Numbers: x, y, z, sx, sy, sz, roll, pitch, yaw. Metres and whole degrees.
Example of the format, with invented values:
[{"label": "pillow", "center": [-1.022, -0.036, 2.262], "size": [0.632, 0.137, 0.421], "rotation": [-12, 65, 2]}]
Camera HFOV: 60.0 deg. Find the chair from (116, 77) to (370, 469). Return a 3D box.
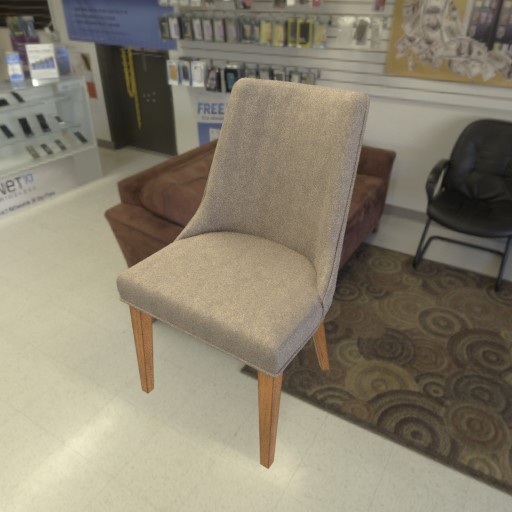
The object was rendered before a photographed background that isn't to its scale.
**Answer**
[{"label": "chair", "center": [0.000, 0.000, 1.339], "size": [0.548, 0.916, 0.636], "rotation": [20, 37, 28]}]
